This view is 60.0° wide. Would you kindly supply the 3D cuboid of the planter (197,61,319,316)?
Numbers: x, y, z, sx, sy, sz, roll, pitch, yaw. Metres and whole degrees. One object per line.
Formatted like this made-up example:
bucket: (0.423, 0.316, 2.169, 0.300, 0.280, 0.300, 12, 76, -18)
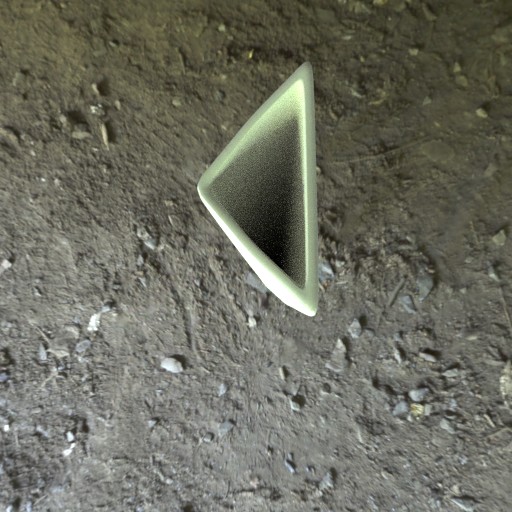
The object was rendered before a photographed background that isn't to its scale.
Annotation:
planter: (0.000, 0.000, 0.395, 0.065, 0.338, 0.143, 1, 76, 0)
